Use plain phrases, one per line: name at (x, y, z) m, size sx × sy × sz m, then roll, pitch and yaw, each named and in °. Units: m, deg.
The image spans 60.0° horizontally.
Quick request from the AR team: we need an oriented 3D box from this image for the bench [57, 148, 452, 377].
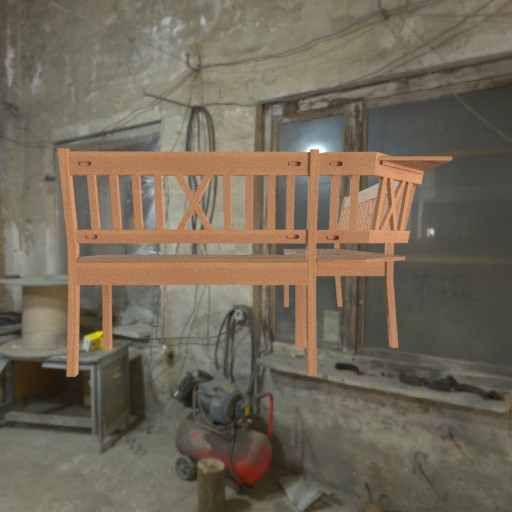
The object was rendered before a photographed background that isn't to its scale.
bench at (0.000, 0.000, 2.685) m, size 1.537 × 0.902 × 1.937 m, roll 0°, pitch 2°, yaw -1°
